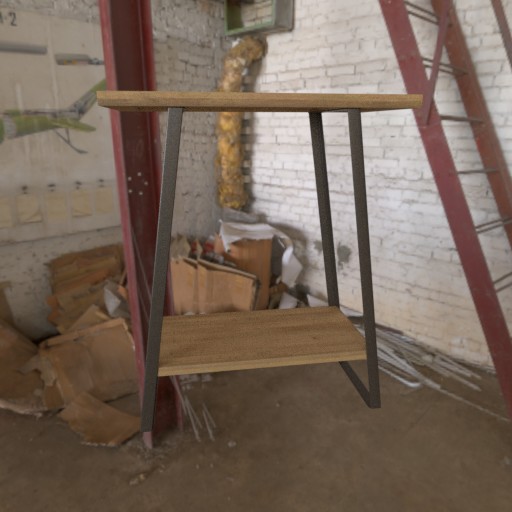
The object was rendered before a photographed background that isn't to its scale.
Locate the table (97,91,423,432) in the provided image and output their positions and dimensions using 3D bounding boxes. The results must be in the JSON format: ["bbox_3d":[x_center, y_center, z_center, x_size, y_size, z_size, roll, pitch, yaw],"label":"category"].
[{"bbox_3d":[0.000,0.000,1.040,0.599,0.701,0.300,-3,16,-9],"label":"table"}]
